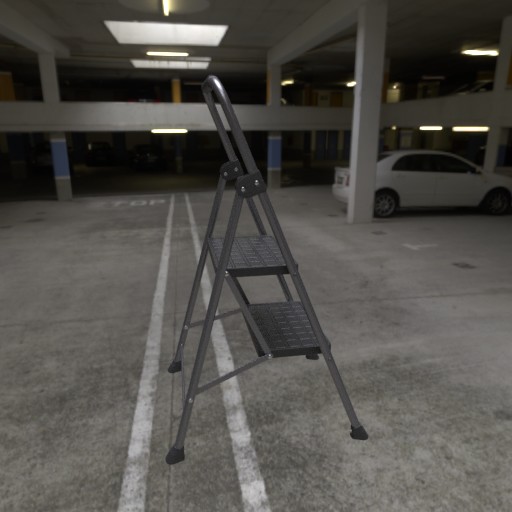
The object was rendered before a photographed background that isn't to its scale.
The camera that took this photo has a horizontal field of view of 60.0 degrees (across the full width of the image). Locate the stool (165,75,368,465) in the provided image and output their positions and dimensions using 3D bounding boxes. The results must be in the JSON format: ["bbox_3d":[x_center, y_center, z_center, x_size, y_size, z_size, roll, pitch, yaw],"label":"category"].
[{"bbox_3d":[0.000,0.000,1.176,0.514,0.872,0.450,-3,17,-10],"label":"stool"}]
